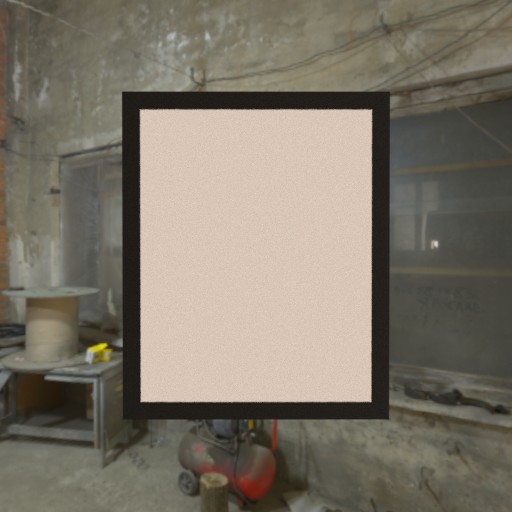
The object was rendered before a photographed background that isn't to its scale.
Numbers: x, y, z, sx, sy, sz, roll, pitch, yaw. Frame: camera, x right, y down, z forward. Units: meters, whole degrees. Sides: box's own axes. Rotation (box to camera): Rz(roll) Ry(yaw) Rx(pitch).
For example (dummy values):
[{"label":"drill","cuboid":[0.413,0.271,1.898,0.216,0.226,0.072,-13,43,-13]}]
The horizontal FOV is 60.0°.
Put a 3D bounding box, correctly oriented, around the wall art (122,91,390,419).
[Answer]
[{"label":"wall art","cuboid":[0.000,0.000,0.557,0.329,0.404,0.024,0,1,0]}]
